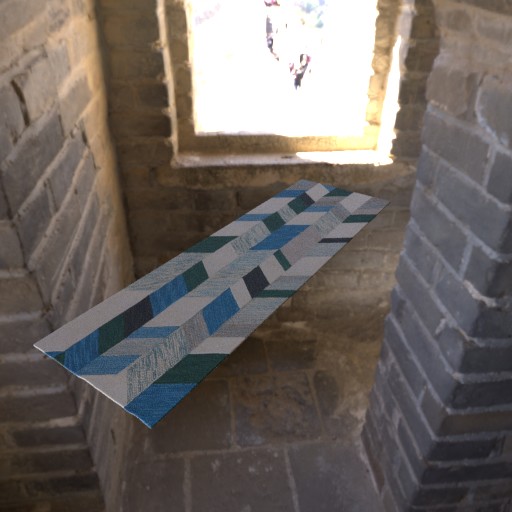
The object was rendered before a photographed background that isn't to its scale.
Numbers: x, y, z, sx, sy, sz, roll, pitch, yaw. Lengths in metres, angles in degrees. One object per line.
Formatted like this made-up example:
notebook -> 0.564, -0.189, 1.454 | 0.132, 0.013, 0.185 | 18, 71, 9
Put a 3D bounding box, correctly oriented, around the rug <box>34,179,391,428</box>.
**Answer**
rug -> 0.000, 0.000, 2.680 | 0.774, 0.008, 2.437 | 21, 37, 29
